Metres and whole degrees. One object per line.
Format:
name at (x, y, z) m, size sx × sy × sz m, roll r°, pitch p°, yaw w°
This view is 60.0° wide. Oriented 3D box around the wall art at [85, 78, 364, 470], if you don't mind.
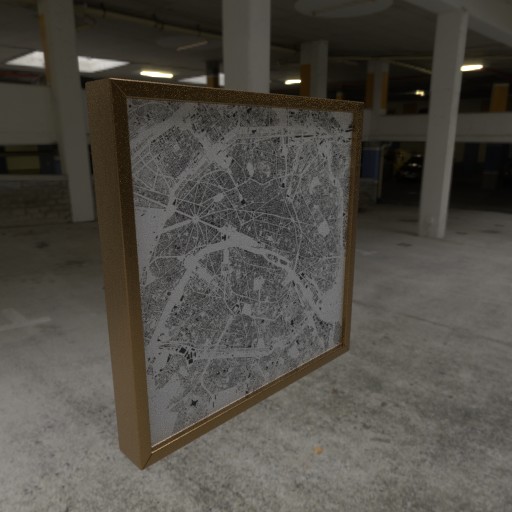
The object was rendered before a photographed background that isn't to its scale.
wall art at (0.000, 0.000, 0.444) m, size 0.305 × 0.305 × 0.037 m, roll -14°, pitch 21°, yaw -43°
